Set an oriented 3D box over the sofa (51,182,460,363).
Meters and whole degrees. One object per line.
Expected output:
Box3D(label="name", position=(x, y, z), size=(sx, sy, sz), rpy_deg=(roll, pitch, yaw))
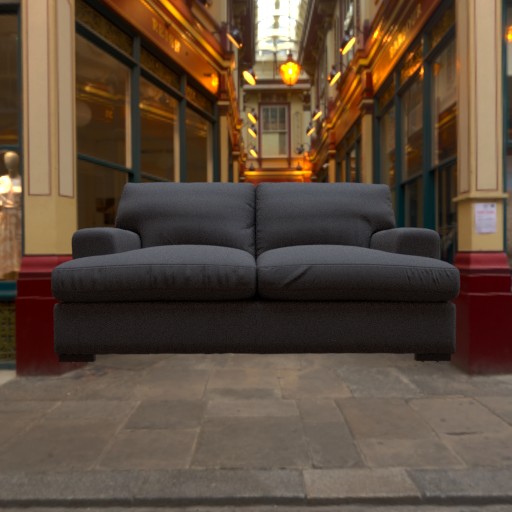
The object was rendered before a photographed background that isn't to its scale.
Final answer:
Box3D(label="sofa", position=(0.000, 0.000, 2.504), size=(1.880, 0.940, 1.143), rpy_deg=(0, 1, -1))
